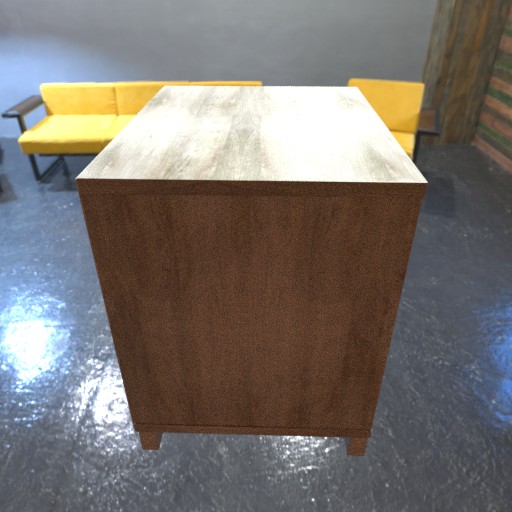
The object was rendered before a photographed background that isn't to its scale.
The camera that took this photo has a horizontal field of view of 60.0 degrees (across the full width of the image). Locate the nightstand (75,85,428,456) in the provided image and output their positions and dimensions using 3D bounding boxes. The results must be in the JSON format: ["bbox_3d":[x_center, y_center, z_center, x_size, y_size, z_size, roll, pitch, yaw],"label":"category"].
[{"bbox_3d":[0.000,0.000,0.733,0.347,0.448,0.427,1,33,1],"label":"nightstand"}]
